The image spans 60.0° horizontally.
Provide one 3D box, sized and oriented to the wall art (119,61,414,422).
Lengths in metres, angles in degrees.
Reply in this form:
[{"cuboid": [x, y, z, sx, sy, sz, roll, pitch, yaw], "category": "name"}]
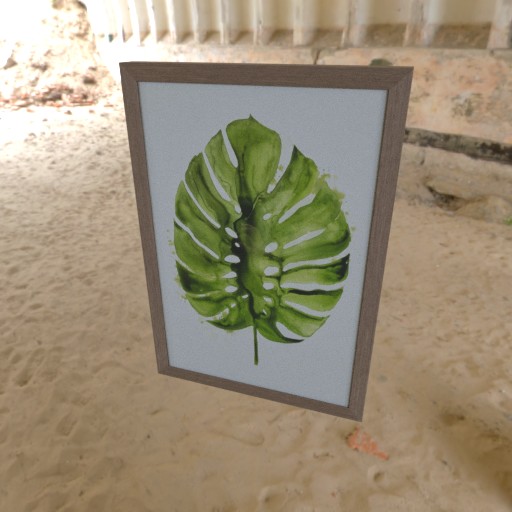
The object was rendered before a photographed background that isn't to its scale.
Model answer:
[{"cuboid": [0.000, 0.000, 0.641, 0.358, 0.510, 0.032, 8, 28, 16], "category": "wall art"}]
